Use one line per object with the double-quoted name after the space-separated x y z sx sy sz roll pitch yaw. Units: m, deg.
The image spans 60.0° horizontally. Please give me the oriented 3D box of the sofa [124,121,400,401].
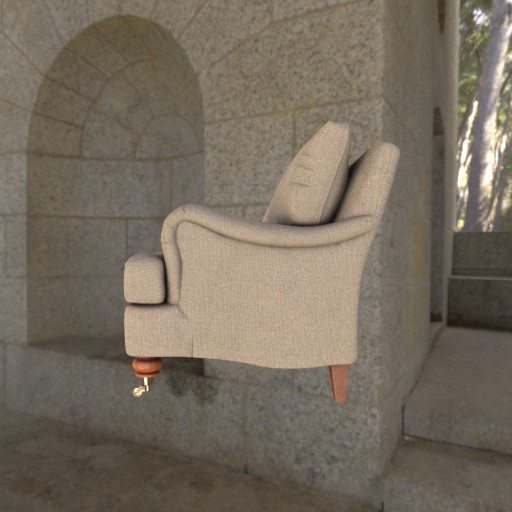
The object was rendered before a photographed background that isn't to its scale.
0.000 0.000 2.724 1.069 1.096 2.193 0 1 -1 "sofa"
